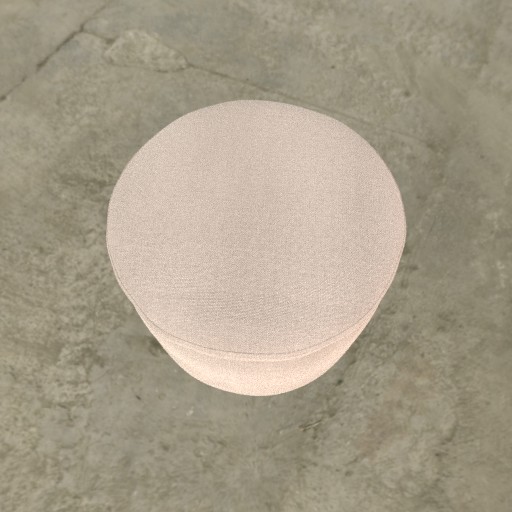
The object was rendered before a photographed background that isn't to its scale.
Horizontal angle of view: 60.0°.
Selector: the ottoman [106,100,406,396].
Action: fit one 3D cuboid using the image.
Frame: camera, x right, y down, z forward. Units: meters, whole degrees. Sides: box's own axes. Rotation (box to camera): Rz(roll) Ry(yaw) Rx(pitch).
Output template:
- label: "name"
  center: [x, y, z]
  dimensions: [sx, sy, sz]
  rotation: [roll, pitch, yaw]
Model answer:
- label: "ottoman"
  center: [0.000, 0.000, 0.886]
  dimensions: [0.497, 0.409, 0.497]
  rotation: [0, 64, 0]
